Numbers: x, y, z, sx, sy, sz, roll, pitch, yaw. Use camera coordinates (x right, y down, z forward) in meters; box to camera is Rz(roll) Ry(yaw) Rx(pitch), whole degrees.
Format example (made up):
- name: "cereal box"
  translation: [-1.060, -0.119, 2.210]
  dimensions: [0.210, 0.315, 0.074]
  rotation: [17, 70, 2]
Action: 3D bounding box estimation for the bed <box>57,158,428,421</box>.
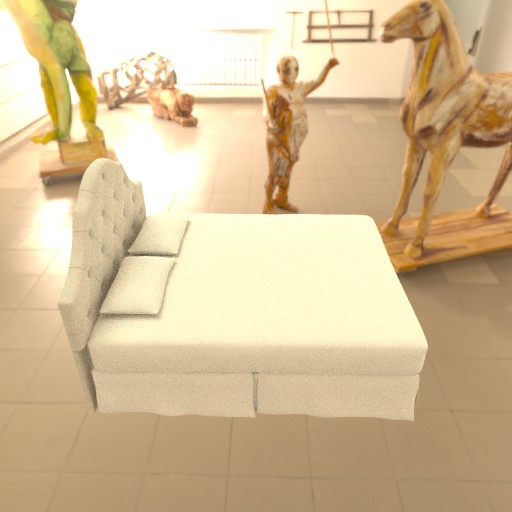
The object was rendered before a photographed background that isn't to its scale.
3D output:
- name: "bed"
  translation: [0.000, 0.000, 3.728]
  dimensions: [2.477, 1.617, 2.039]
  rotation: [0, 33, 1]
